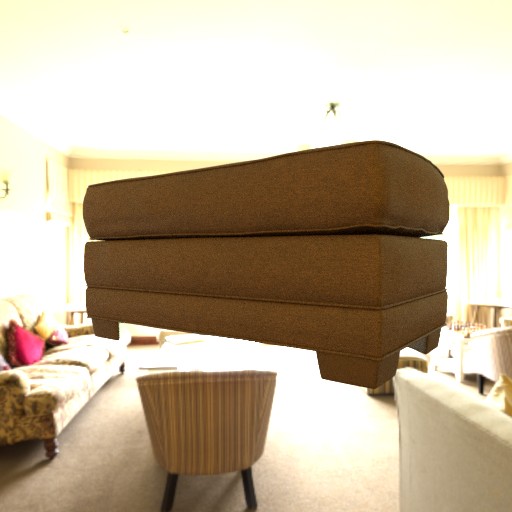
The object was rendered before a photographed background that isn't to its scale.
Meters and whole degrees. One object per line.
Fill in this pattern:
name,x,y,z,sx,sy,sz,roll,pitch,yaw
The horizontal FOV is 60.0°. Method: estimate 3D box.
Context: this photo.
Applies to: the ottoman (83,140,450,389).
ottoman,0.000,0.000,1.152,0.864,0.448,0.490,0,1,36
